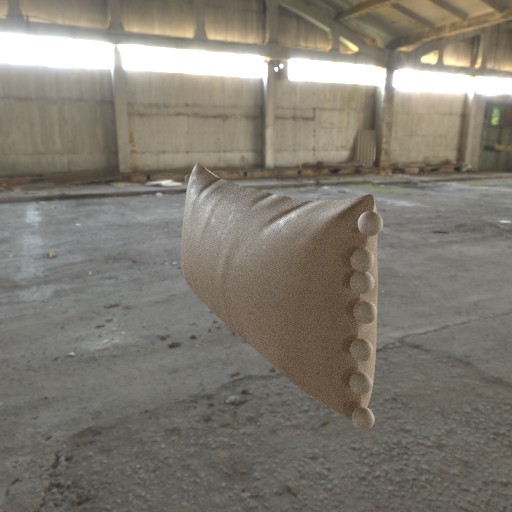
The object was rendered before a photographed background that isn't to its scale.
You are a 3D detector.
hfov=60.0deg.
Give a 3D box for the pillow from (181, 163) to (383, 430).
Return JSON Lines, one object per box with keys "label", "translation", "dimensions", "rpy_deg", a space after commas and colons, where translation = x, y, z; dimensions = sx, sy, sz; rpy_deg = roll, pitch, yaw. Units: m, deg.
{"label": "pillow", "translation": [0.000, 0.000, 0.839], "dimensions": [0.201, 0.322, 0.709], "rpy_deg": [-7, 16, -25]}
